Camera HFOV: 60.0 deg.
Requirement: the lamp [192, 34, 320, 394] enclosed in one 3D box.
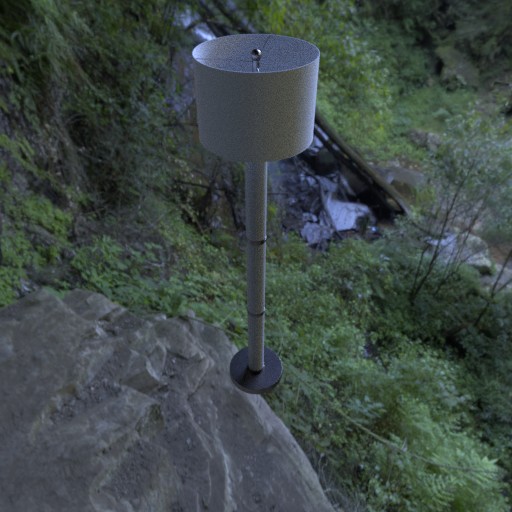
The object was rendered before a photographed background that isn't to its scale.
[{"bbox_3d":[0.000,0.000,1.821,0.377,1.599,0.377,-11,42,-12],"label":"lamp"}]
